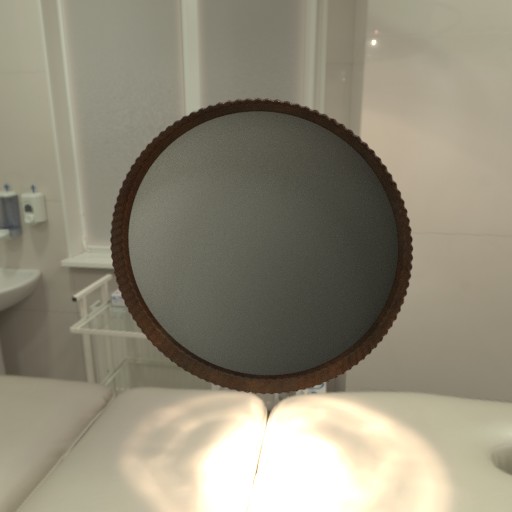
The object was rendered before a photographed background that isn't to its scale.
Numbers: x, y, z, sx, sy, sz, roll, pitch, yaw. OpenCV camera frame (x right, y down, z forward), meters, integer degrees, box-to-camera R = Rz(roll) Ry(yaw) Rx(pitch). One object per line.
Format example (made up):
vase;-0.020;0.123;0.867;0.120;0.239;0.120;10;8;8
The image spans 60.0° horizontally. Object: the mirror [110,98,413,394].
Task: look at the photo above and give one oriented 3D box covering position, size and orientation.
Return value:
mirror;0.000;0.000;0.907;0.609;0.609;0.056;2;16;9
